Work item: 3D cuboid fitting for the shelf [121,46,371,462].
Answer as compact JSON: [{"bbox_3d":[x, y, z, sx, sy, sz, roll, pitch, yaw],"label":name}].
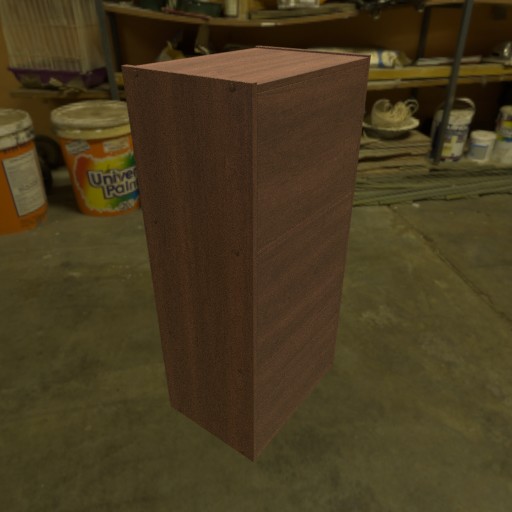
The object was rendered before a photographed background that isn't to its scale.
[{"bbox_3d":[0.000,0.000,1.077,0.290,0.879,0.414,21,37,31],"label":"shelf"}]
